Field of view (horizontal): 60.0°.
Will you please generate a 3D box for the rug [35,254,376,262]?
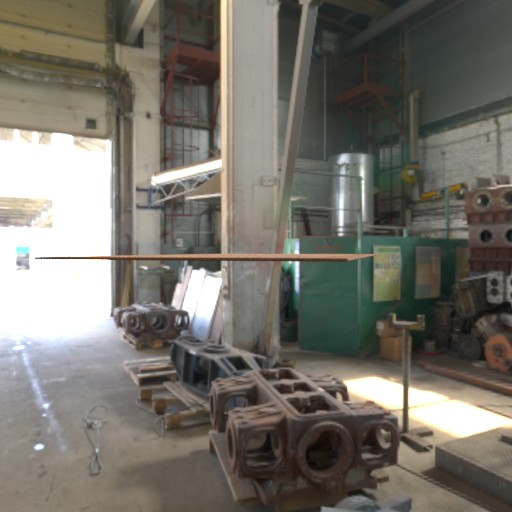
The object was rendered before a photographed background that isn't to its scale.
[{"bbox_3d":[0.000,0.000,3.113,1.524,0.014,2.438,0,1,18],"label":"rug"}]
